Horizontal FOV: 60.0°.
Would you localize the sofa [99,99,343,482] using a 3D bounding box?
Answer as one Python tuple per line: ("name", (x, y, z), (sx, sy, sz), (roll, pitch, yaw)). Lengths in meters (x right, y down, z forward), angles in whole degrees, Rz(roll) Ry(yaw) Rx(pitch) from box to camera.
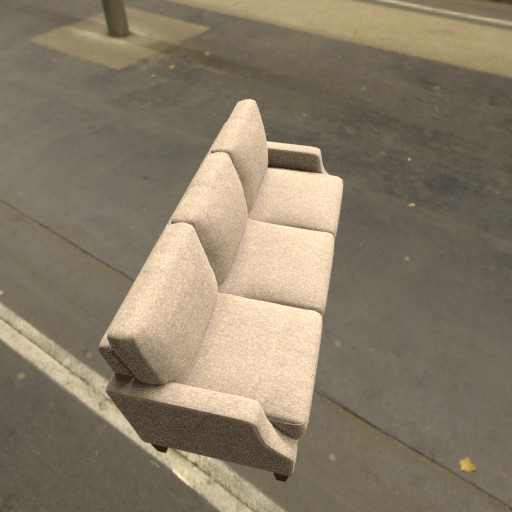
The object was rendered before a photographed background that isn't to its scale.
("sofa", (0.000, 0.000, 2.603), (0.888, 0.984, 2.115), (9, 45, 9))
